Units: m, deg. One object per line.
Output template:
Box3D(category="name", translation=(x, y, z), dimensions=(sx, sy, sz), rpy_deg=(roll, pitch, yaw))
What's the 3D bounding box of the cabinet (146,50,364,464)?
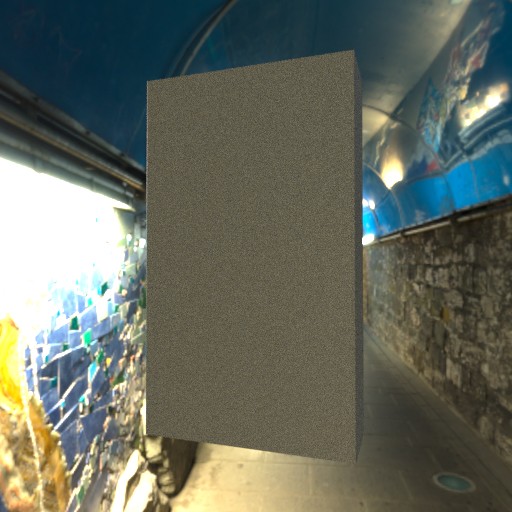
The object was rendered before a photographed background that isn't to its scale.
Box3D(category="cabinet", translation=(0.000, 0.000, 2.729), dimensions=(1.250, 2.160, 0.480), rpy_deg=(0, -1, 19))
